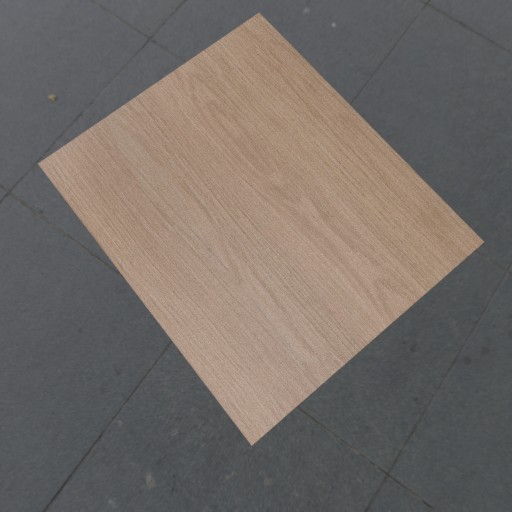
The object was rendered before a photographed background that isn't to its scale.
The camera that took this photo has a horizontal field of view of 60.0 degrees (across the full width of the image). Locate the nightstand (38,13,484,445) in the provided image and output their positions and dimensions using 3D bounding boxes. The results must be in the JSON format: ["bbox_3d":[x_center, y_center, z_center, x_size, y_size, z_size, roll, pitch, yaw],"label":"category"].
[{"bbox_3d":[0.000,0.000,0.852,0.380,0.571,0.450,-38,79,-9],"label":"nightstand"}]
